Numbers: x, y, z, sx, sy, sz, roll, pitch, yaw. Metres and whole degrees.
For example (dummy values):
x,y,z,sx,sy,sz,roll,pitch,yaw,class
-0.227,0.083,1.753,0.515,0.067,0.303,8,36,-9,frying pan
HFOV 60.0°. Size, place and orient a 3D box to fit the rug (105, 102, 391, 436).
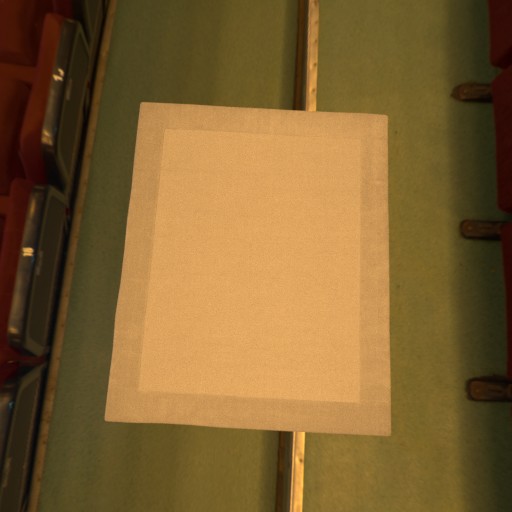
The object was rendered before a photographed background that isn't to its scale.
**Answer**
x,y,z,sx,sy,sz,roll,pitch,yaw,class
0.000,0.000,4.035,2.430,0.018,2.976,3,78,1,rug
